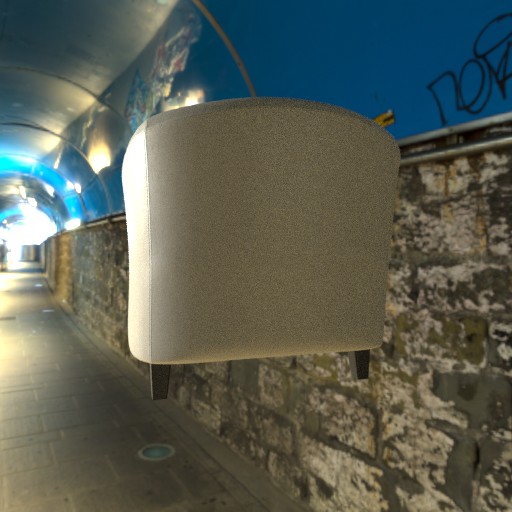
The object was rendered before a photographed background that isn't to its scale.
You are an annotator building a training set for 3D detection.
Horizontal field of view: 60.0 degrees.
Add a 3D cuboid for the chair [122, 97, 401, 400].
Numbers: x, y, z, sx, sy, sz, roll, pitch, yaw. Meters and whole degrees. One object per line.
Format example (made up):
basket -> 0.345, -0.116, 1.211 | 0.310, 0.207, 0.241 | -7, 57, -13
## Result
chair -> 0.000, 0.000, 1.378 | 0.792, 0.756, 0.727 | 0, 1, -18
